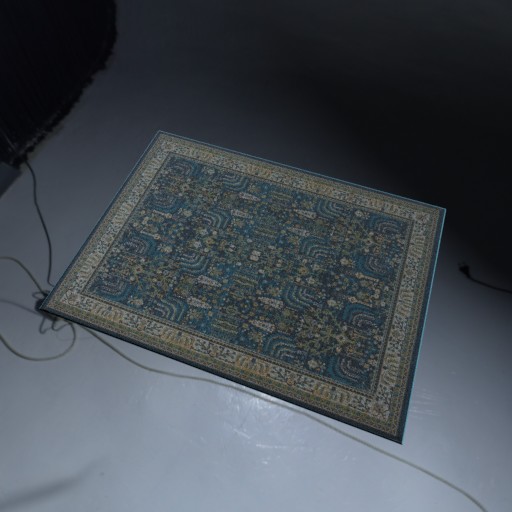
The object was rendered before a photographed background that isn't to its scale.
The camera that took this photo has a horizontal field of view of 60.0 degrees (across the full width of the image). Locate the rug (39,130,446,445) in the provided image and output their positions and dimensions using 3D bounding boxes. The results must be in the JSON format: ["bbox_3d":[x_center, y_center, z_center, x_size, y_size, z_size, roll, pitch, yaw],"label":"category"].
[{"bbox_3d":[0.000,0.000,3.963,3.044,0.015,2.226,18,61,10],"label":"rug"}]
